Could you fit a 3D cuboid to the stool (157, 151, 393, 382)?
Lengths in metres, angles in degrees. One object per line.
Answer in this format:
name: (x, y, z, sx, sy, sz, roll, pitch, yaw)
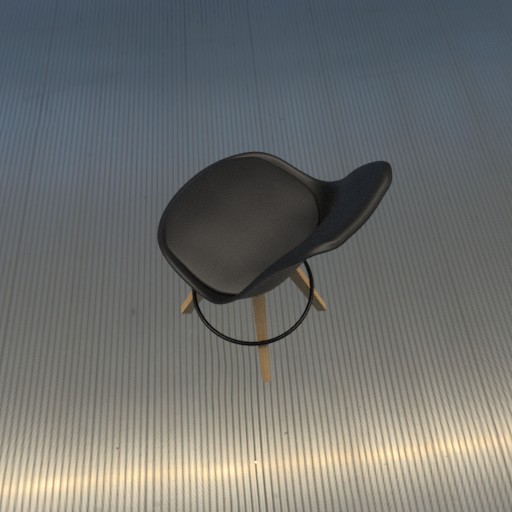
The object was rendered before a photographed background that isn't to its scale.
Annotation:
stool: (0.000, 0.000, 1.396, 0.550, 1.115, 0.485, 37, 70, 16)
